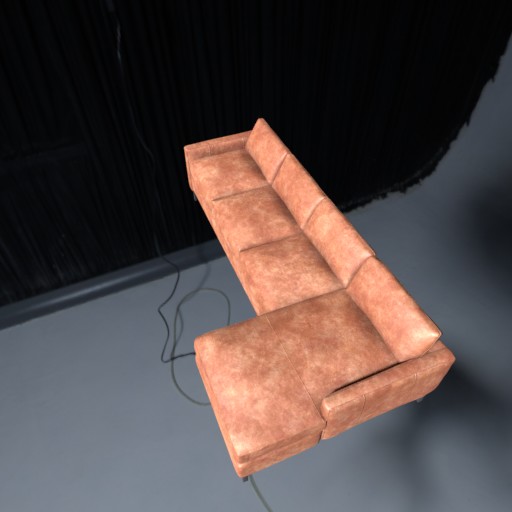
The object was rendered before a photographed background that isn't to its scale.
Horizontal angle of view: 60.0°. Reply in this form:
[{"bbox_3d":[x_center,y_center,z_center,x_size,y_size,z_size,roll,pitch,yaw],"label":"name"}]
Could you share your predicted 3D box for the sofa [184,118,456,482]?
[{"bbox_3d":[0.000,0.000,3.660,1.471,0.859,2.993,-17,49,-15],"label":"sofa"}]
